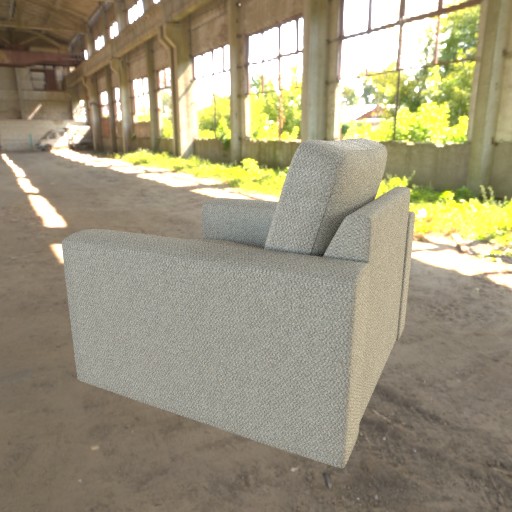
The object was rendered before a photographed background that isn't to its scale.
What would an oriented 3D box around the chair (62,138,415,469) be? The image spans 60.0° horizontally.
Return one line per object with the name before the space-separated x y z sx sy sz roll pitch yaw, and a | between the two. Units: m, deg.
chair | 0.000 0.000 1.699 1.016 0.873 1.005 8 18 26
